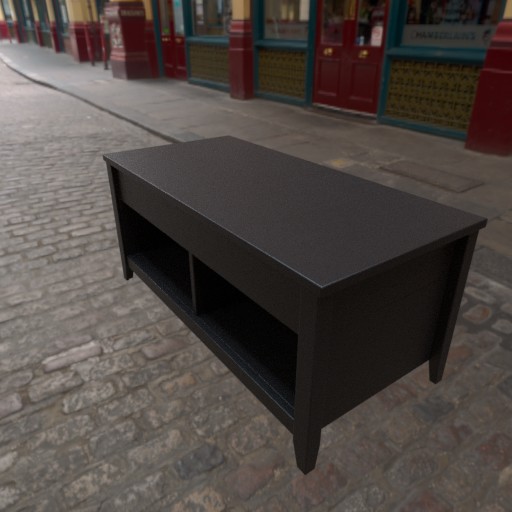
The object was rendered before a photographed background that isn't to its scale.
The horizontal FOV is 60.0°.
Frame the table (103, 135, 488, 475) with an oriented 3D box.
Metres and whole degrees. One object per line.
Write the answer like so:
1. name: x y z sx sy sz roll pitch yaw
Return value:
1. table: 0.000 0.000 1.285 0.483 0.457 1.016 -18 32 -31
